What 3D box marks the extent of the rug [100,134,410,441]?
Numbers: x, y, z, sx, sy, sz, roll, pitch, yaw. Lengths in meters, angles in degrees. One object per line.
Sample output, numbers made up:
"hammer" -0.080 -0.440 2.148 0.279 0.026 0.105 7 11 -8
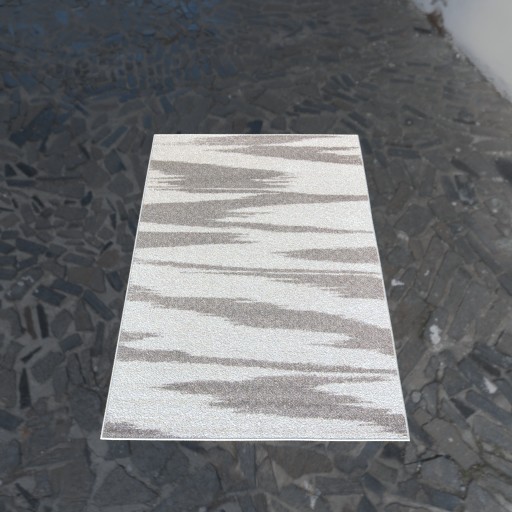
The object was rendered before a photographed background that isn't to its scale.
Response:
"rug" 0.000 0.000 2.750 1.533 0.010 2.142 0 58 0
